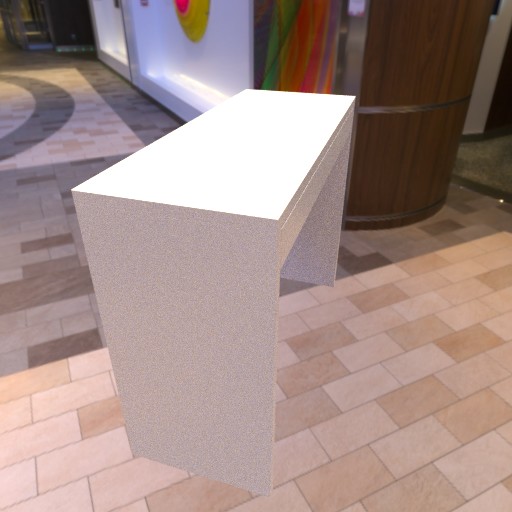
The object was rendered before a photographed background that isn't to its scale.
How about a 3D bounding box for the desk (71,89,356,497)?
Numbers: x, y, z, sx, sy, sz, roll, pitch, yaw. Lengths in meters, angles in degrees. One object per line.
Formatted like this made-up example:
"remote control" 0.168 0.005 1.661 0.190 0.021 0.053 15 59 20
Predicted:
"desk" 0.000 0.000 1.385 0.400 0.790 1.000 10 32 15
